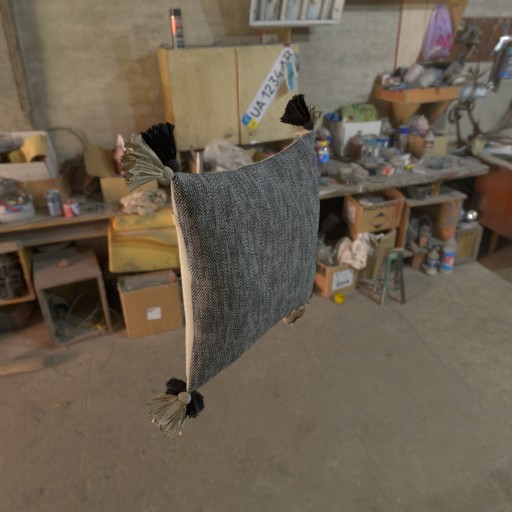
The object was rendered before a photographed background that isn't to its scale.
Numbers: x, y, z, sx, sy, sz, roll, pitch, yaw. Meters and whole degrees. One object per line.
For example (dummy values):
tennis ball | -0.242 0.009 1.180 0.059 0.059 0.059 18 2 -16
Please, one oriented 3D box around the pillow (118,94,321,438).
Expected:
pillow | 0.000 0.000 1.007 0.170 0.659 0.654 18 31 32
